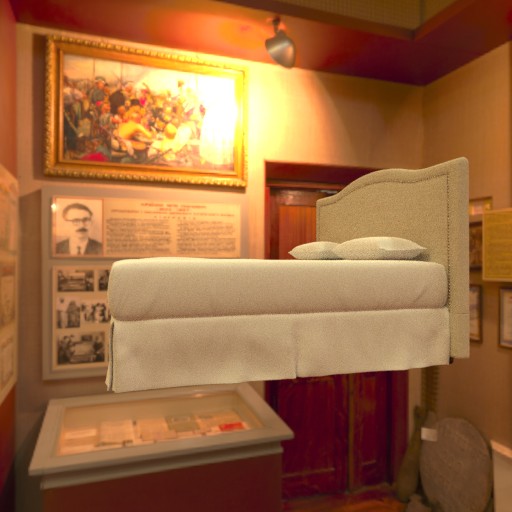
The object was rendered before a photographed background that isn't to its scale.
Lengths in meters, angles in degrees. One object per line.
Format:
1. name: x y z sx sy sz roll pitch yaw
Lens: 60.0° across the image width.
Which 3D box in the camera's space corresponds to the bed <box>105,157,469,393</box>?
1. bed: 0.000 0.000 3.451 2.182 1.421 2.083 0 0 -17
